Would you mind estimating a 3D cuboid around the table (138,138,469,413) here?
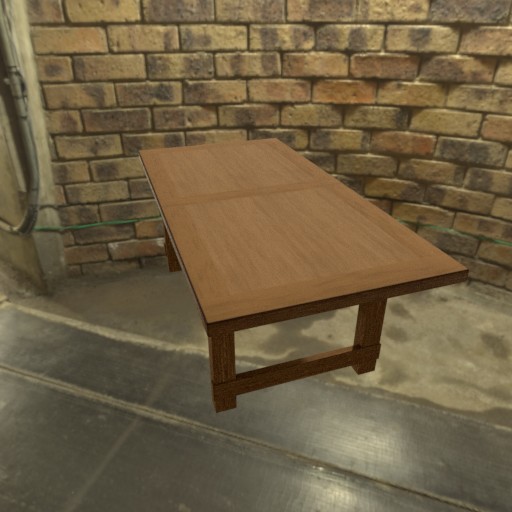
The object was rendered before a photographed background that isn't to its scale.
[{"bbox_3d":[0.000,0.000,2.505,1.000,0.762,1.982,-10,31,-16],"label":"table"}]
